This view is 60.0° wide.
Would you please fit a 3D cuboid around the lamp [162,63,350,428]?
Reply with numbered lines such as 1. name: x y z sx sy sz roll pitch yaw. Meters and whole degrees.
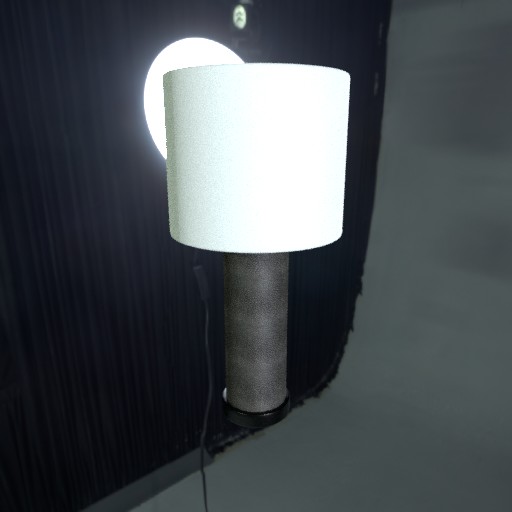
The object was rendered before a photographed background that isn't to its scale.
1. lamp: 0.000 0.000 0.814 0.305 0.634 0.305 15 21 43
